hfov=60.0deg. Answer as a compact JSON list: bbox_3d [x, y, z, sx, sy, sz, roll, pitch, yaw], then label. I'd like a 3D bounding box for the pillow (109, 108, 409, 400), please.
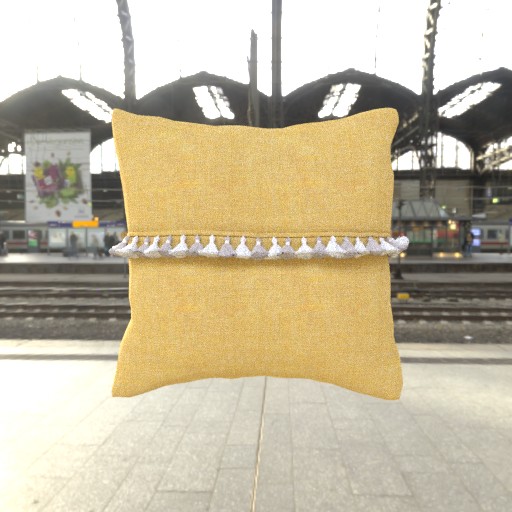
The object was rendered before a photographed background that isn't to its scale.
[{"bbox_3d":[0.000,0.000,0.715,0.485,0.481,0.167,0,2,1],"label":"pillow"}]
